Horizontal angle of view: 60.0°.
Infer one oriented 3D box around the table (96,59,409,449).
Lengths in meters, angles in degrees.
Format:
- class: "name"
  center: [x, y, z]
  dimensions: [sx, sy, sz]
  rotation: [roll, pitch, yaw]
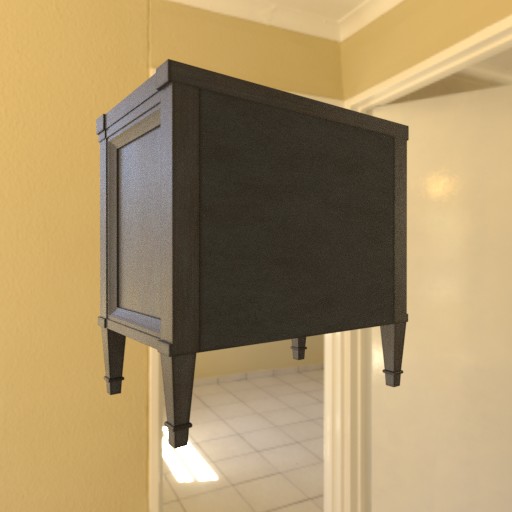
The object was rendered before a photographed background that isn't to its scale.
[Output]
- class: "table"
  center: [0.000, 0.000, 1.099]
  dimensions: [0.660, 0.660, 0.413]
  rotation: [0, 0, -36]
